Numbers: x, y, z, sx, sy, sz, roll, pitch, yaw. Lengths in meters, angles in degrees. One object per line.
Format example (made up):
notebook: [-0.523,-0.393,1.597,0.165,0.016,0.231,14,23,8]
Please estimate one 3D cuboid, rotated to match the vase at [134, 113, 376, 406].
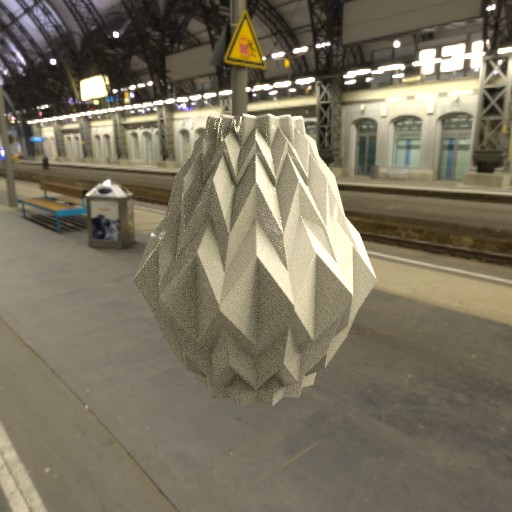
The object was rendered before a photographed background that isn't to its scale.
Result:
vase: [0.000,0.000,0.309,0.164,0.185,0.164,0,13,0]
